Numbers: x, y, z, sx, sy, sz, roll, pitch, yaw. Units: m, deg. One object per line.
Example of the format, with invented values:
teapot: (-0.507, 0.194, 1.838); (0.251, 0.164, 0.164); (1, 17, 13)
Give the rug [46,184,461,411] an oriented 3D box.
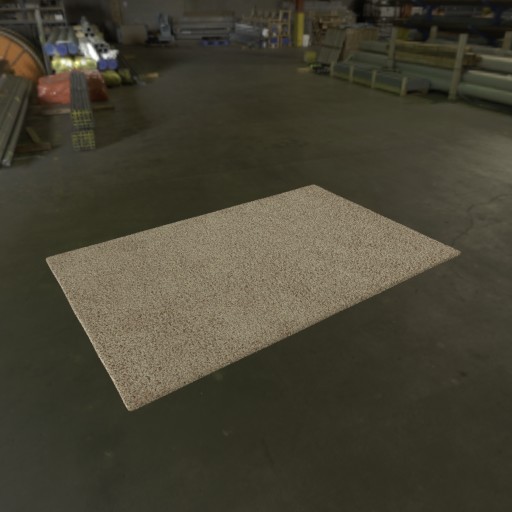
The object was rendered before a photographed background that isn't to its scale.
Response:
rug: (0.000, 0.000, 3.478); (2.743, 0.030, 1.778); (-19, 35, -29)
